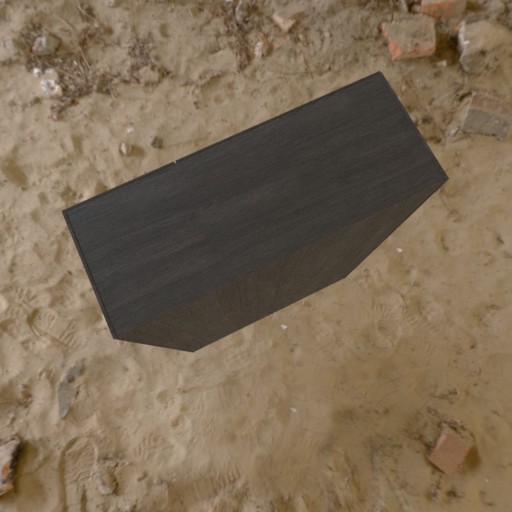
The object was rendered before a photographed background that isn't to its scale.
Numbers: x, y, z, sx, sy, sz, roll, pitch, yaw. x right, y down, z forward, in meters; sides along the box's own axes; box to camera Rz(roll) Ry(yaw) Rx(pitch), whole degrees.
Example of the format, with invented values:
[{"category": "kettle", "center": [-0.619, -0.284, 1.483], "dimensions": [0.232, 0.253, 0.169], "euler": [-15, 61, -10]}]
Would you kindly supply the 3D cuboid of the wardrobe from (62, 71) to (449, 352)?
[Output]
[{"category": "wardrobe", "center": [0.000, 0.000, 2.502], "dimensions": [1.290, 1.910, 0.510], "euler": [-25, 78, -6]}]
